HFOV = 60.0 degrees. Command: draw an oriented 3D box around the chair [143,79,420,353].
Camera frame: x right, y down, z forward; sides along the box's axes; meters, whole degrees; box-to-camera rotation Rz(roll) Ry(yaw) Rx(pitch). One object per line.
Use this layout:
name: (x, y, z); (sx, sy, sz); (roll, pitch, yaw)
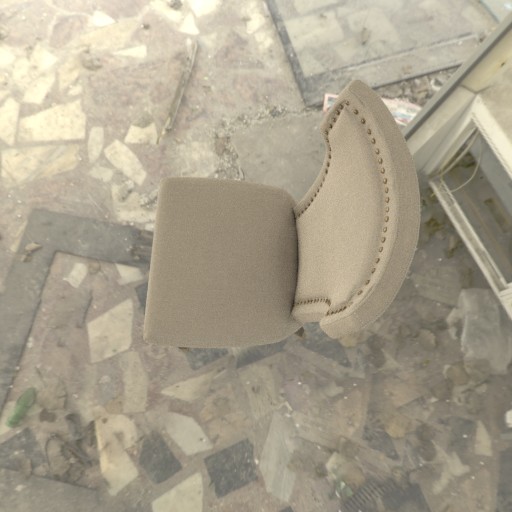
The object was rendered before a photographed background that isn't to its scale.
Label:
chair: (0.000, 0.000, 1.285); (0.630, 0.950, 0.526); (2, 74, 1)
